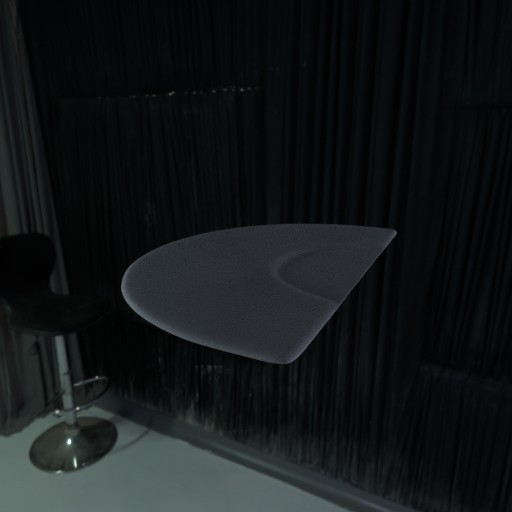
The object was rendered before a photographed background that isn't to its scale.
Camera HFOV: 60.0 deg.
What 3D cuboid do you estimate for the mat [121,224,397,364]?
[{"bbox_3d":[0.000,0.000,1.850,0.917,0.016,1.525,8,18,25],"label":"mat"}]
